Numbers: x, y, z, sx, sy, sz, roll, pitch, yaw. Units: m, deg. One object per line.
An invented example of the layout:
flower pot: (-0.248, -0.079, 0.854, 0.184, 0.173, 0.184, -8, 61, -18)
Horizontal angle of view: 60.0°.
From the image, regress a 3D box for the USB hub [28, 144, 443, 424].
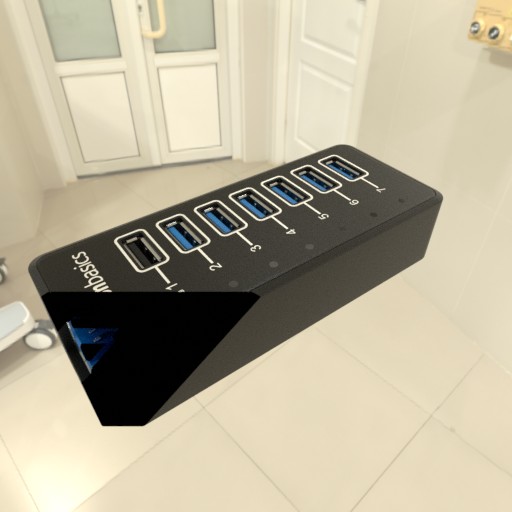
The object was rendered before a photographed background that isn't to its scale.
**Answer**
USB hub: (0.000, 0.000, 0.127, 0.110, 0.023, 0.044, -25, 47, -26)
